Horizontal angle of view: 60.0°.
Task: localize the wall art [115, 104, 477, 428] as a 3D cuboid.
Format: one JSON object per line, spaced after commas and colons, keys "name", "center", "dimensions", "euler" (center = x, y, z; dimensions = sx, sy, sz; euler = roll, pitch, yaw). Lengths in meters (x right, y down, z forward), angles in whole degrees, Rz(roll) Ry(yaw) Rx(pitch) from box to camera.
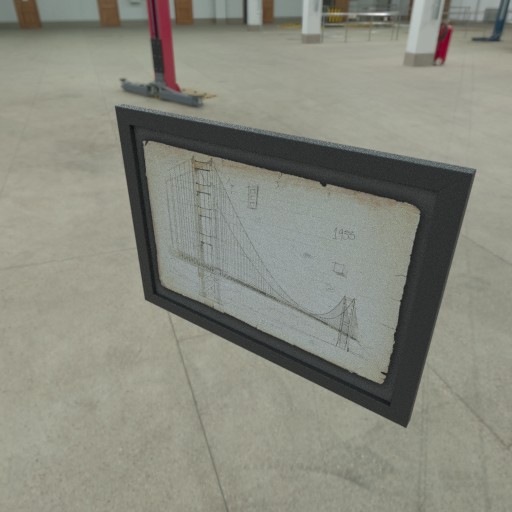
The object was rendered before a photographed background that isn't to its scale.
{"name": "wall art", "center": [0.000, 0.000, 0.543], "dimensions": [0.432, 0.306, 0.016], "euler": [20, 36, 30]}
